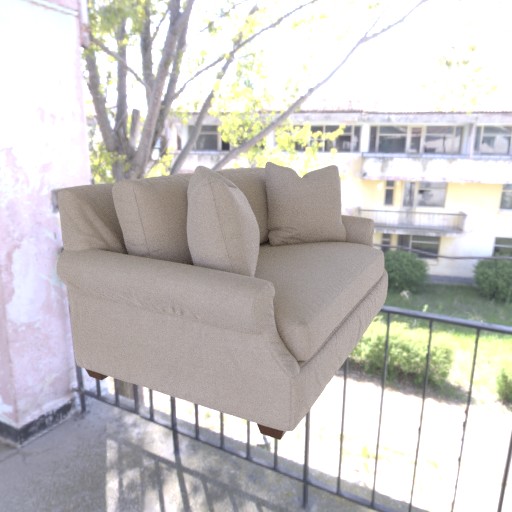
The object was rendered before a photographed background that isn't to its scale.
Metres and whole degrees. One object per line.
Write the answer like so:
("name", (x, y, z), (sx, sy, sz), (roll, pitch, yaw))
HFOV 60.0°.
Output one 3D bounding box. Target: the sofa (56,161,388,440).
("sofa", (0.000, 0.000, 2.212), (1.070, 0.905, 1.550), (7, 16, 27))
